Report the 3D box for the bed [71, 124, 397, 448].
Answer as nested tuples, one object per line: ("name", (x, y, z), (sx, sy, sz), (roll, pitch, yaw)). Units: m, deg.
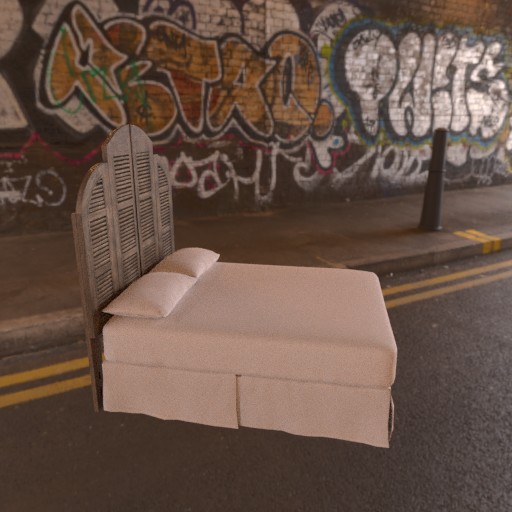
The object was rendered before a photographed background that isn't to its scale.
("bed", (0.000, 0.000, 3.553), (2.138, 2.019, 1.713), (3, 17, 10))
